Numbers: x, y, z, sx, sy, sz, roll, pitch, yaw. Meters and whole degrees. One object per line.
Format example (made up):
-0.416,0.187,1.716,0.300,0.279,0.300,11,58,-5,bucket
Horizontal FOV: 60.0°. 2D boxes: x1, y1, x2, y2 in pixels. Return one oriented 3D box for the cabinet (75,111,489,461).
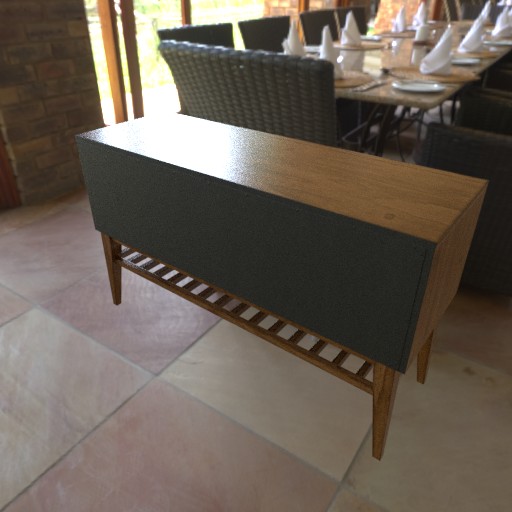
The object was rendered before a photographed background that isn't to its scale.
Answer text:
0.000,0.000,1.699,1.363,0.802,0.477,22,38,31,cabinet
